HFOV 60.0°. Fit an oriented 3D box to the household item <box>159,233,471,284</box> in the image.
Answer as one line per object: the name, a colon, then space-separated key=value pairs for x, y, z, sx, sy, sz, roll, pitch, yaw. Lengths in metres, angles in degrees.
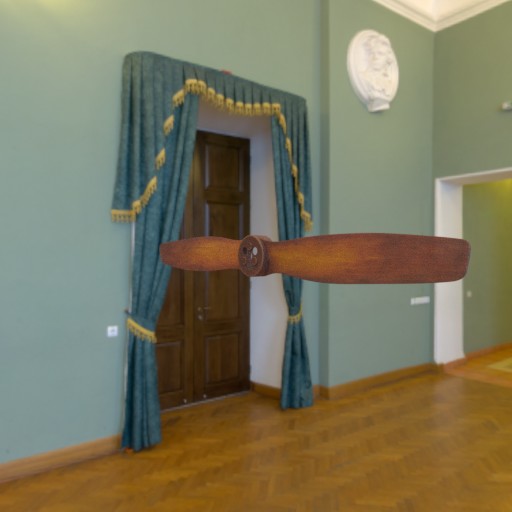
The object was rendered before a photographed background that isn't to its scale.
household item: x=0.000 y=0.000 z=1.221 sx=0.051 sy=0.121 sz=1.181 roll=0 pitch=1 yaw=-38
